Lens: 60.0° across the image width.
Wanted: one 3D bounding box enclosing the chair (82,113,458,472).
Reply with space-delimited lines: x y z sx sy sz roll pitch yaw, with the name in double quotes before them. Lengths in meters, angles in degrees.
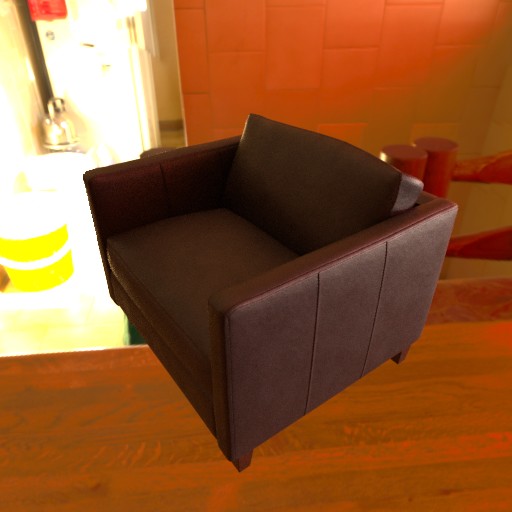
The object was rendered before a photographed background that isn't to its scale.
"chair" 0.000 0.000 1.574 0.862 0.811 0.939 -22 39 -29
